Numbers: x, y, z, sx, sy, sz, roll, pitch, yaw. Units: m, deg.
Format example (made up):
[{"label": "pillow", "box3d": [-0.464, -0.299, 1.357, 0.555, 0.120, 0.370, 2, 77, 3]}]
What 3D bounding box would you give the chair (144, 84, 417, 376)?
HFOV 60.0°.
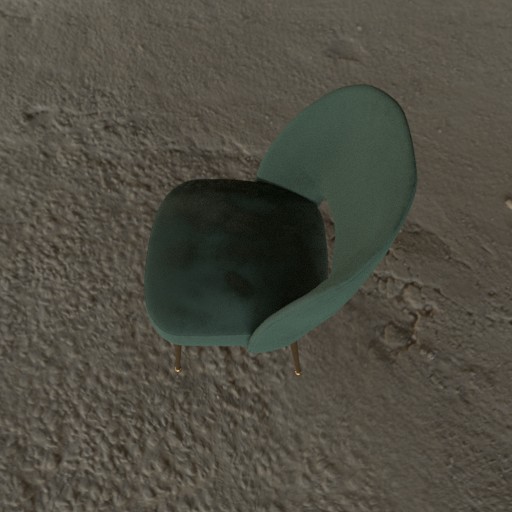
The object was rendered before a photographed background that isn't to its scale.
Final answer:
[{"label": "chair", "box3d": [0.000, 0.000, 1.182, 0.577, 0.860, 0.527, 1, 60, 1]}]
